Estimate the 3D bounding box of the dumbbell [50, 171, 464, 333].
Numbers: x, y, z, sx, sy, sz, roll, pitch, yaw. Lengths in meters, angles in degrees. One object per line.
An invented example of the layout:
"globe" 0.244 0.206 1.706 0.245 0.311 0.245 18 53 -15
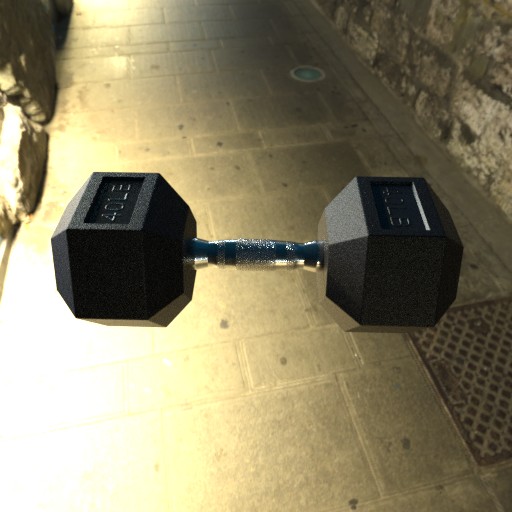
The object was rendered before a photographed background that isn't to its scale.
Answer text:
"dumbbell" 0.000 0.000 0.433 0.361 0.137 0.157 1 46 1
